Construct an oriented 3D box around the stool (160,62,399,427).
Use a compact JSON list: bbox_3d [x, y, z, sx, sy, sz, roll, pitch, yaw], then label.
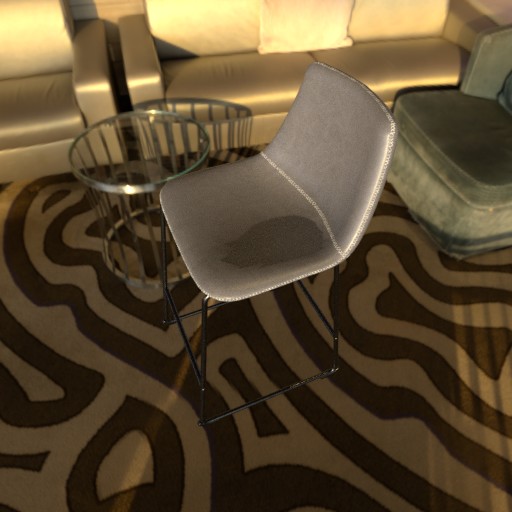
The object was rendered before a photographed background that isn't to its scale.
[{"bbox_3d":[0.000,0.000,1.219,0.546,0.876,0.470,-17,48,-16],"label":"stool"}]
